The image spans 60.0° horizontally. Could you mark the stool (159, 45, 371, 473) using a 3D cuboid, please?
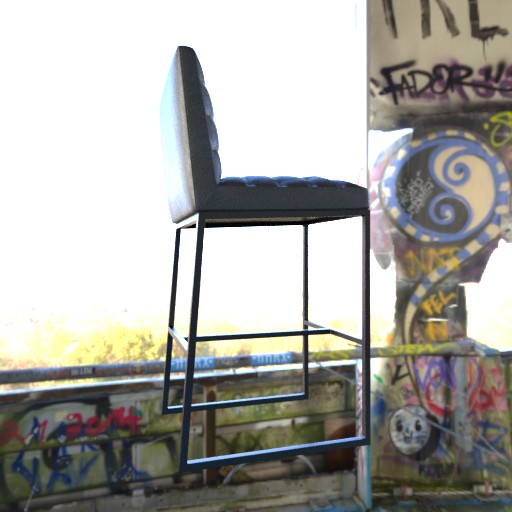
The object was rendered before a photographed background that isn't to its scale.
[{"bbox_3d":[0.000,0.000,1.377,0.562,1.065,0.463,0,0,-18],"label":"stool"}]
